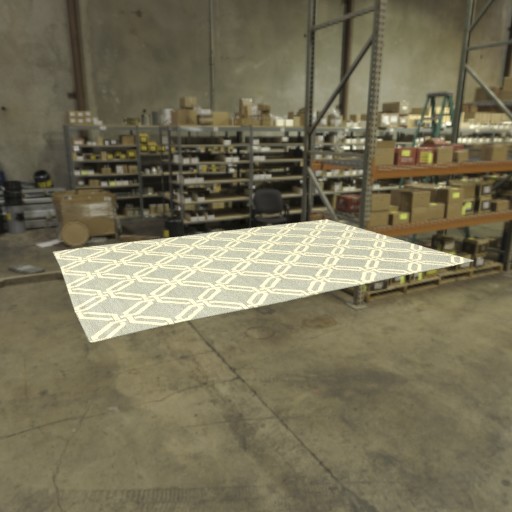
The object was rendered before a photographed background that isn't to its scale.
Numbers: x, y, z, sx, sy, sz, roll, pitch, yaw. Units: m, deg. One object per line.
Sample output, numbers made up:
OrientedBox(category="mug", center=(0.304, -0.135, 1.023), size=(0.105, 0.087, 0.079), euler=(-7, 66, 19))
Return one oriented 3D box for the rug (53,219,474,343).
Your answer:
OrientedBox(category="rug", center=(0.000, 0.000, 2.181), size=(1.754, 0.010, 1.148), euler=(-9, 18, -28))
